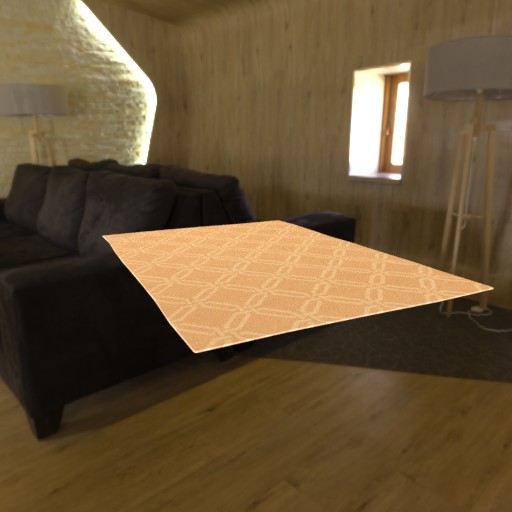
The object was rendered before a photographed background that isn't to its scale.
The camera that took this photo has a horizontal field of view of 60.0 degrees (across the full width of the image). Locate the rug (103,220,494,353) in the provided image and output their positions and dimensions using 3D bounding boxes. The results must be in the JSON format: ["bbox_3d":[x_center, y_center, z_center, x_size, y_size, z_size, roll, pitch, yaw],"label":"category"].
[{"bbox_3d":[0.000,0.000,2.723,1.524,0.013,2.135,-7,16,-26],"label":"rug"}]
